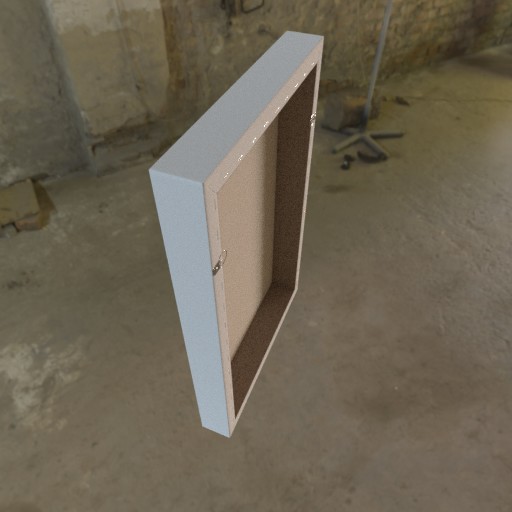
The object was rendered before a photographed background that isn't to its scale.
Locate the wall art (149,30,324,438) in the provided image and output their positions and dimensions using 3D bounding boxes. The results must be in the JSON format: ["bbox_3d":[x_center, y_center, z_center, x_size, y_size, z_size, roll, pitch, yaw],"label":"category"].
[{"bbox_3d":[0.000,0.000,0.487,0.039,0.381,0.252,17,48,15],"label":"wall art"}]
